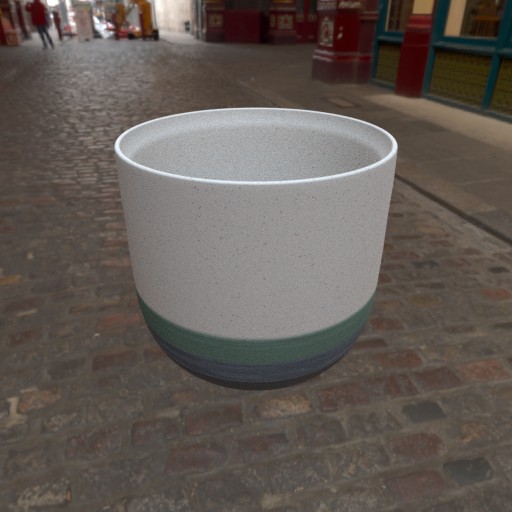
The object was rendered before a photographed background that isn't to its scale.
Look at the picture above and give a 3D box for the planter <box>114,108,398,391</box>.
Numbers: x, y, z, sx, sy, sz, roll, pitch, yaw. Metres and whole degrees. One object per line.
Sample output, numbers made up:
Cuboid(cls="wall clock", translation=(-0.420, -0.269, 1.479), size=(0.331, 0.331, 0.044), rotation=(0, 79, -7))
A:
Cuboid(cls="planter", translation=(0.000, 0.000, 0.497), size=(0.268, 0.270, 0.268), rotation=(0, 30, 0))
